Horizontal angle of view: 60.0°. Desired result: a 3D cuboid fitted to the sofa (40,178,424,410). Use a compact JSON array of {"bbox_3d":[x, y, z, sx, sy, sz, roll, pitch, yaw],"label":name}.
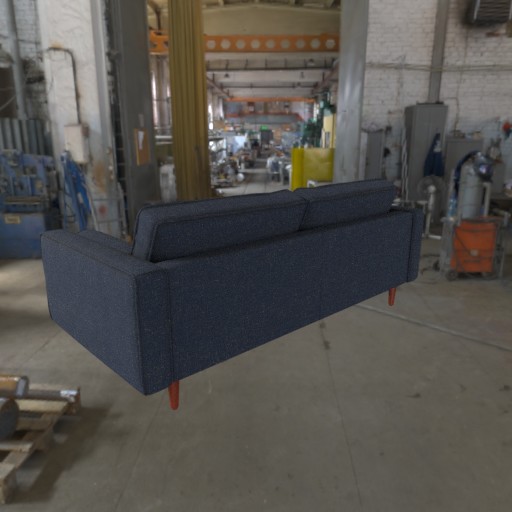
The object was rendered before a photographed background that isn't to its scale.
[{"bbox_3d":[0.000,0.000,2.349,1.880,0.762,0.914,-14,21,-41],"label":"sofa"}]
